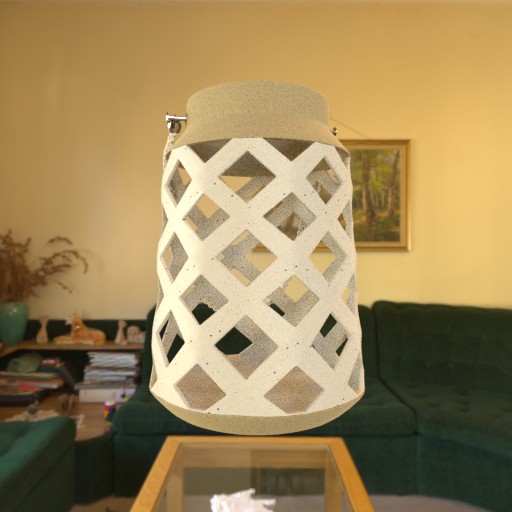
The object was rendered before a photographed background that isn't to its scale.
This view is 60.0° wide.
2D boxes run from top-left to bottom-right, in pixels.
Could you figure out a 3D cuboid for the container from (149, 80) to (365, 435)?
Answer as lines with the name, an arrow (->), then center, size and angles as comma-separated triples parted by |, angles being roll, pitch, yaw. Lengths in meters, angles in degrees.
container -> 0.000, 0.000, 0.346 | 0.163, 0.229, 0.172 | 0, 0, -17
